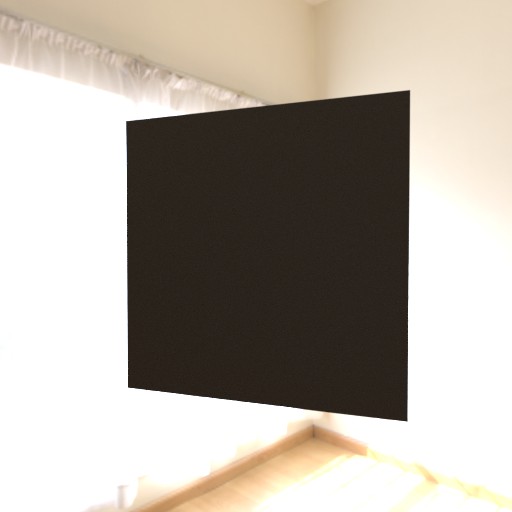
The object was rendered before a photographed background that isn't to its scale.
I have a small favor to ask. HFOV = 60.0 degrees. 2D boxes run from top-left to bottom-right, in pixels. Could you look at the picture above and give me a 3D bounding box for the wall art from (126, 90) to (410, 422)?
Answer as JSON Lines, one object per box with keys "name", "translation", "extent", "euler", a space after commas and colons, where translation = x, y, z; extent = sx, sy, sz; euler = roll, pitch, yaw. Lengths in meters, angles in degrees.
{"name": "wall art", "translation": [0.000, 0.000, 0.776], "extent": [0.507, 0.507, 0.038], "euler": [0, 1, 19]}
